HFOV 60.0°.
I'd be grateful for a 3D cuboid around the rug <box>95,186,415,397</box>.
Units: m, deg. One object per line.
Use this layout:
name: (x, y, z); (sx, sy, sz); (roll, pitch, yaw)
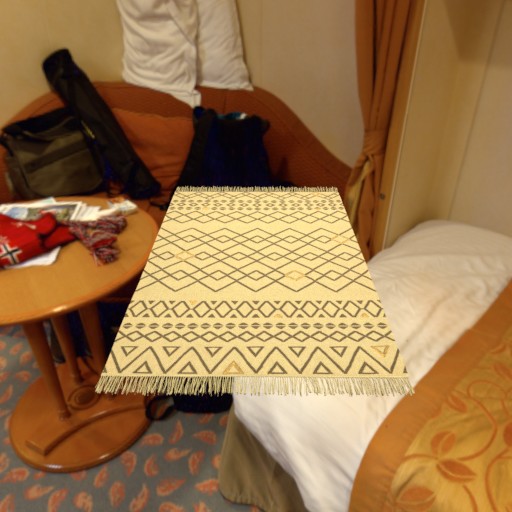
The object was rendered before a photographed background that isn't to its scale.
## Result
rug: (0.000, 0.000, 3.095); (1.495, 0.035, 2.472); (0, 31, 0)
